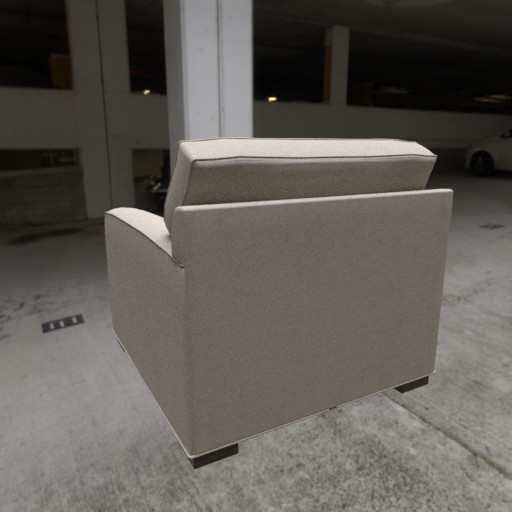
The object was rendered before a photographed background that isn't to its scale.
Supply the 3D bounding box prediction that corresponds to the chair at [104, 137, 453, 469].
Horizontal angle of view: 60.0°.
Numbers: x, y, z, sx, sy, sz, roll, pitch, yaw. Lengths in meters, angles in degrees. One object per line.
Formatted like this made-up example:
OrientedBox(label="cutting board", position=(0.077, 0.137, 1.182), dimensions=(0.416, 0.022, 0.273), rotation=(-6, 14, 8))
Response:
OrientedBox(label="chair", position=(0.000, 0.000, 1.796), dimensions=(0.998, 0.913, 1.043), rotation=(-8, 16, -28))
